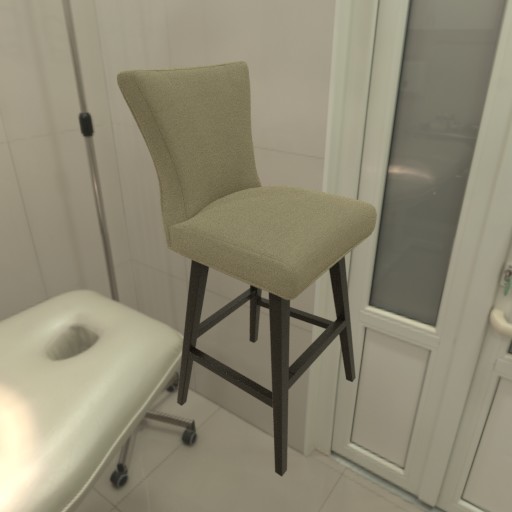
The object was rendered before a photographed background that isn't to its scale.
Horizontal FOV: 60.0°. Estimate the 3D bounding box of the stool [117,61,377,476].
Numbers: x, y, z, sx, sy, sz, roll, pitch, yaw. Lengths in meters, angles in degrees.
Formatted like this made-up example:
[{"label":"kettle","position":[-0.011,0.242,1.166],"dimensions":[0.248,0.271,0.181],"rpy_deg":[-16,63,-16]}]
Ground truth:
[{"label":"stool","position":[0.000,0.000,1.388],"dimensions":[0.574,1.086,0.514],"rpy_deg":[18,32,31]}]
